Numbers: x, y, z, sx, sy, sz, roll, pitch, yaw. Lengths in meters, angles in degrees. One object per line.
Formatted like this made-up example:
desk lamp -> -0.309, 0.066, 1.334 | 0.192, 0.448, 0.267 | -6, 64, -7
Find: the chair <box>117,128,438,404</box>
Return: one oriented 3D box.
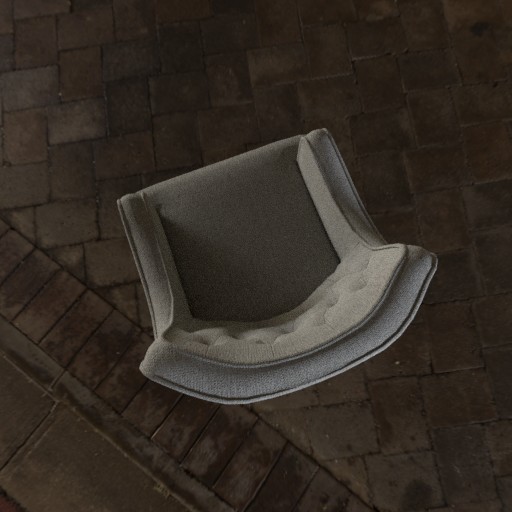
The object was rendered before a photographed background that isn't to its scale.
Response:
chair -> 0.000, 0.000, 1.598 | 0.820, 0.920, 0.910 | -20, 77, -5
